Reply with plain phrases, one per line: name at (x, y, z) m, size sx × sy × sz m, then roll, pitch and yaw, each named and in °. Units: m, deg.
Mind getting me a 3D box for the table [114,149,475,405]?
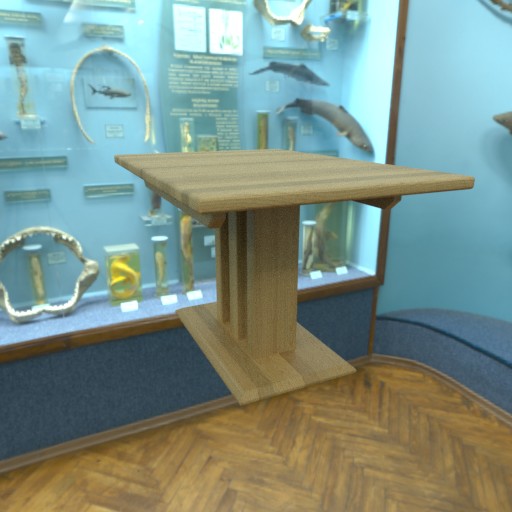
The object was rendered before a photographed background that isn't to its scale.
table at (0.000, 0.000, 1.868) m, size 0.900 × 0.770 × 1.300 m, roll -8°, pitch 19°, yaw -24°
